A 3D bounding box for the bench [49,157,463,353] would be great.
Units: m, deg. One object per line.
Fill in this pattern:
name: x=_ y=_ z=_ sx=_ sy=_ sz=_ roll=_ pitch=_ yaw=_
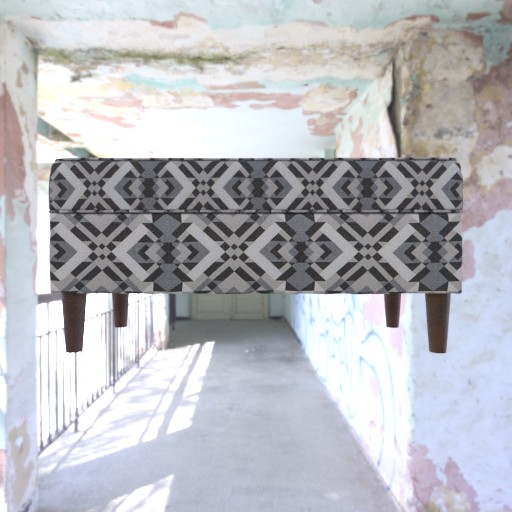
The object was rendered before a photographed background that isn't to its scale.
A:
bench: x=0.000 y=0.000 z=1.299 sx=1.016 sy=0.477 sz=0.492 roll=0 pitch=0 yaw=0
